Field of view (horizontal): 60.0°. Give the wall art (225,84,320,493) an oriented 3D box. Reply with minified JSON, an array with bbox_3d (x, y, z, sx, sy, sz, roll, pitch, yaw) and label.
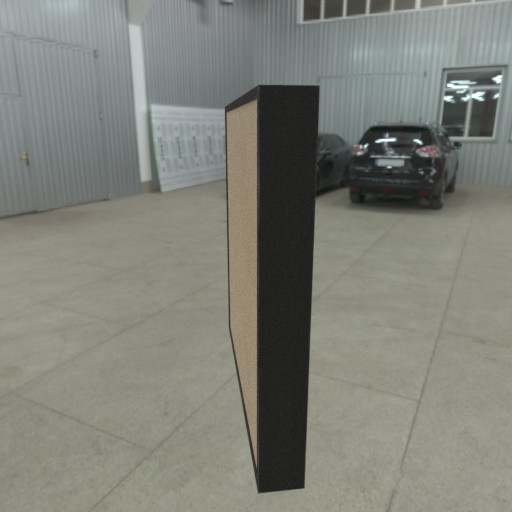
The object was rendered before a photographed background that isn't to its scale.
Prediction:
[{"bbox_3d":[0.000,0.000,0.458,0.038,0.305,0.305,-2,16,-7],"label":"wall art"}]
